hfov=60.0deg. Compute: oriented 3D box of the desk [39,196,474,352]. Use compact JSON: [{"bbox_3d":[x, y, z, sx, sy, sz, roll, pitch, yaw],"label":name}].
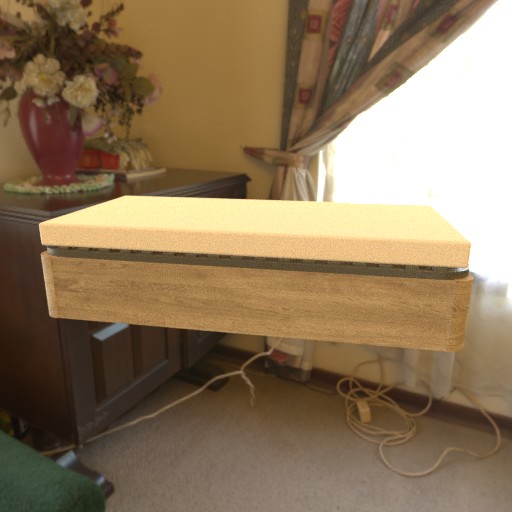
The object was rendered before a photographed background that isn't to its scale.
[{"bbox_3d":[0.000,0.000,2.309,1.900,0.455,0.900,3,17,10],"label":"desk"}]
